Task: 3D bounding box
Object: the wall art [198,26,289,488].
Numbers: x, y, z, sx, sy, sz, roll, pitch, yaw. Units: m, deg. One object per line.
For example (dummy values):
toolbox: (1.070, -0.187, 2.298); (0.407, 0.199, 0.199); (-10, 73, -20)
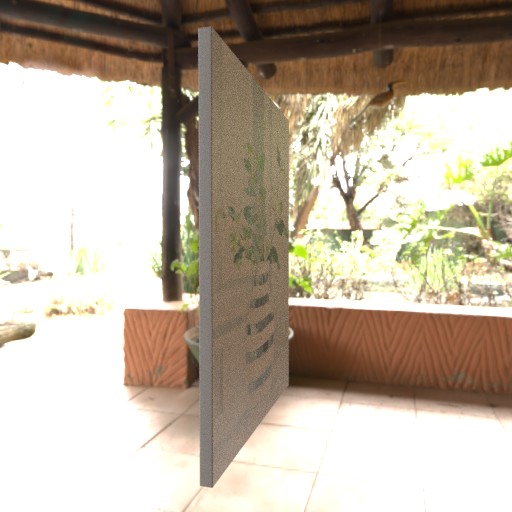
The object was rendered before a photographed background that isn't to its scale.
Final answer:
wall art: (0.000, 0.000, 1.604); (0.038, 1.212, 0.914); (0, 1, 17)
